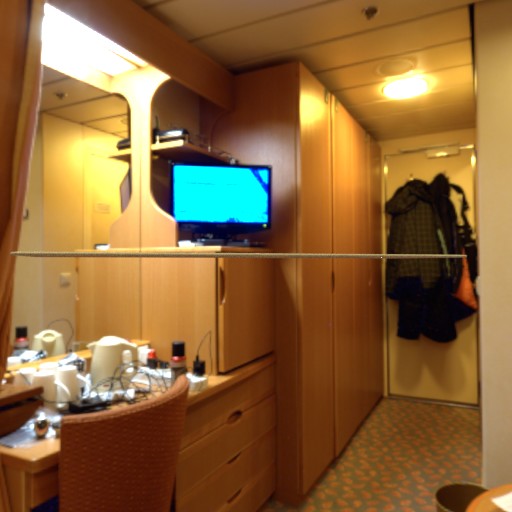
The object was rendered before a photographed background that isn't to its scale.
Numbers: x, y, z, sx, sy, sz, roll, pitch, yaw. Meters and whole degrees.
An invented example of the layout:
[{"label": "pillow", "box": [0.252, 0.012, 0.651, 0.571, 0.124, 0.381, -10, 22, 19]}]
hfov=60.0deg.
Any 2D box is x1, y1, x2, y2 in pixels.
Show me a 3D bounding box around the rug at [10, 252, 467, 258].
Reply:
[{"label": "rug", "box": [0.000, 0.000, 2.427, 2.276, 0.014, 0.678, 0, -1, -19]}]
